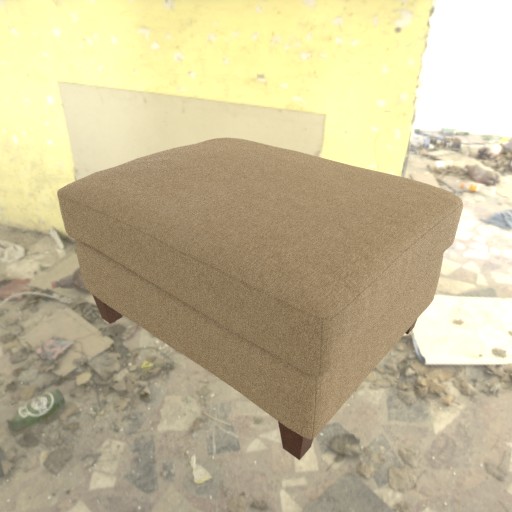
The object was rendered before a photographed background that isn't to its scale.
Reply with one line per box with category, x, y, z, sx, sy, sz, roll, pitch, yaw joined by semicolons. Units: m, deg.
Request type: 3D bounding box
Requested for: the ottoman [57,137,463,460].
ottoman;0.000;0.000;1.278;0.889;0.511;0.692;23;38;34
